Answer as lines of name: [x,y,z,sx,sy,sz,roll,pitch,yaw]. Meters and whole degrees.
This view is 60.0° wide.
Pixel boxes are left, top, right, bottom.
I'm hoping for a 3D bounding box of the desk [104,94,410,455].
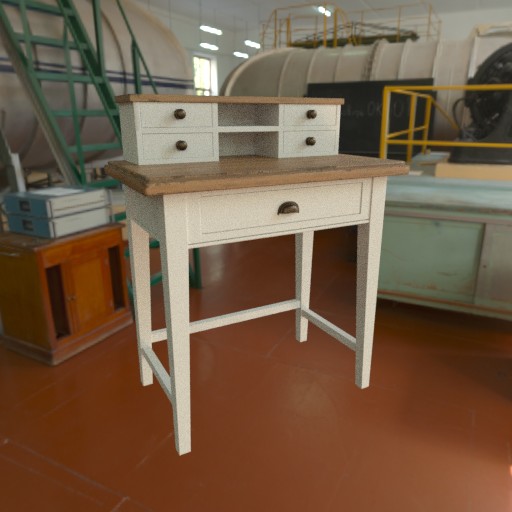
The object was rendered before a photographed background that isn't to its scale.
desk: [0.000,0.000,1.443,0.814,0.981,0.462,-9,20,-27]
